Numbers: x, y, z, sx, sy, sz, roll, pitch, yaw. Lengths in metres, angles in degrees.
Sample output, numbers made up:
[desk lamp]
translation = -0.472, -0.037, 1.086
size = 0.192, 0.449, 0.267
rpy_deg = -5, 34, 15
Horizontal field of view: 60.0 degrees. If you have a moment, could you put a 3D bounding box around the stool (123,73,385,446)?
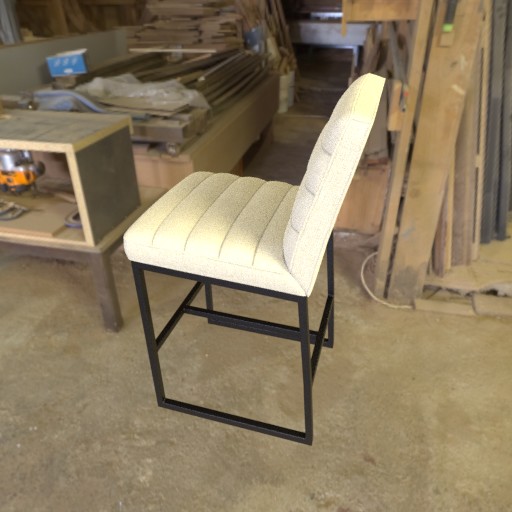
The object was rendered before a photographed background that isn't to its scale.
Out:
[stool]
translation = 0.000, 0.000, 1.258
size = 0.560, 0.940, 0.460
rpy_deg = 9, 33, 14
